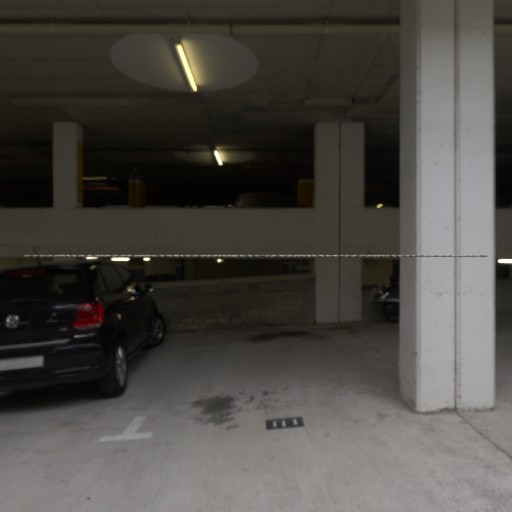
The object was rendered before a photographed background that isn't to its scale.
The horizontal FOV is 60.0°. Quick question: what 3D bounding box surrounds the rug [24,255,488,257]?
[{"bbox_3d":[0.000,0.000,2.505,2.277,0.008,0.676,0,0,0],"label":"rug"}]
